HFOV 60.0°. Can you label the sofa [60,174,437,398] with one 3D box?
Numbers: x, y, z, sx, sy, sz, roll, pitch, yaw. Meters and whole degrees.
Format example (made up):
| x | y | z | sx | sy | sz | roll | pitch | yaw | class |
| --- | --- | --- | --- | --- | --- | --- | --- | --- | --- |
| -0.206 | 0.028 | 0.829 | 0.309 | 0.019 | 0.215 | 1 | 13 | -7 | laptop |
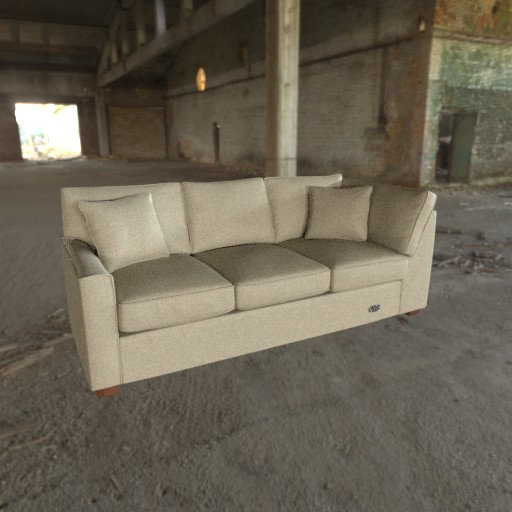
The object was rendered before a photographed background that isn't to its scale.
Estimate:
| x | y | z | sx | sy | sz | roll | pitch | yaw | class |
| --- | --- | --- | --- | --- | --- | --- | --- | --- | --- |
| 0.000 | 0.000 | 2.956 | 2.317 | 0.962 | 1.061 | -8 | 17 | -27 | sofa |
